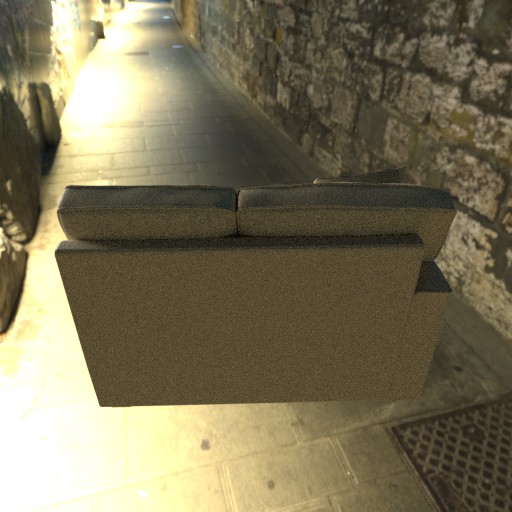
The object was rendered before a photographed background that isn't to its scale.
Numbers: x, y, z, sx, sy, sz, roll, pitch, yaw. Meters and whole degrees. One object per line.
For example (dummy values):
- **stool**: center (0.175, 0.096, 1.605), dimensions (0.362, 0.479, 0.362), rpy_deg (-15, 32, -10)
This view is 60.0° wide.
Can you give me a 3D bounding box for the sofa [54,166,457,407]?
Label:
- **sofa**: center (0.000, 0.000, 2.033), dimensions (1.388, 0.989, 0.991), rpy_deg (-1, 32, -1)
